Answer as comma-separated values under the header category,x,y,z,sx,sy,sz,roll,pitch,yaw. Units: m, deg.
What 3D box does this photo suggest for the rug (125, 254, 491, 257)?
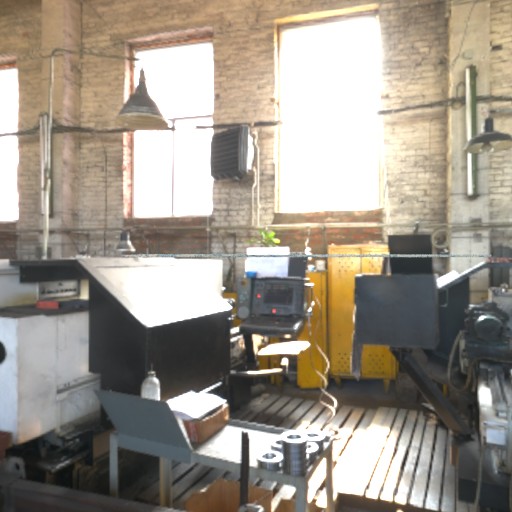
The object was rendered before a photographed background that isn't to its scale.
category,x,y,z,sx,sy,sz,roll,pitch,yaw
rug,0.000,0.000,2.320,1.260,0.009,1.820,0,0,-18
